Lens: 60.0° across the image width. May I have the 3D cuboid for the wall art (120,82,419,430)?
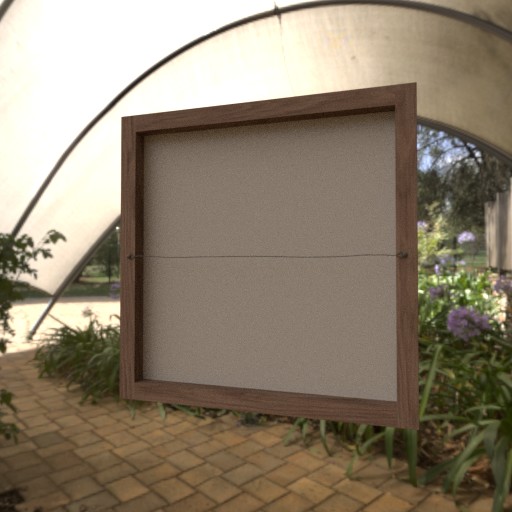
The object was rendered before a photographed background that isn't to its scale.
[{"bbox_3d":[0.000,0.000,0.889,0.609,0.613,0.041,0,-1,18],"label":"wall art"}]
